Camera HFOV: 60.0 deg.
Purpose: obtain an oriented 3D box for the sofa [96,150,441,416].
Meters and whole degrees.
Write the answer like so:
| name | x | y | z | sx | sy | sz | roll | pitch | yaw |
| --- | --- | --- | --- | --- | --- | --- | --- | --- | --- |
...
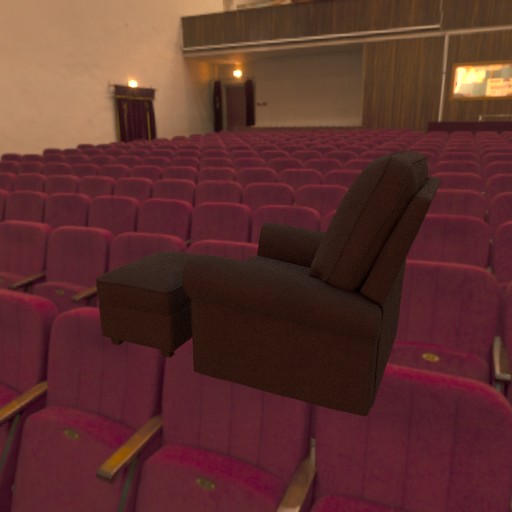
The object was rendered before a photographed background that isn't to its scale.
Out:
| name | x | y | z | sx | sy | sz | roll | pitch | yaw |
| --- | --- | --- | --- | --- | --- | --- | --- | --- | --- |
| sofa | 0.000 | 0.000 | 2.032 | 1.478 | 0.959 | 0.880 | 7 | 17 | 23 |
